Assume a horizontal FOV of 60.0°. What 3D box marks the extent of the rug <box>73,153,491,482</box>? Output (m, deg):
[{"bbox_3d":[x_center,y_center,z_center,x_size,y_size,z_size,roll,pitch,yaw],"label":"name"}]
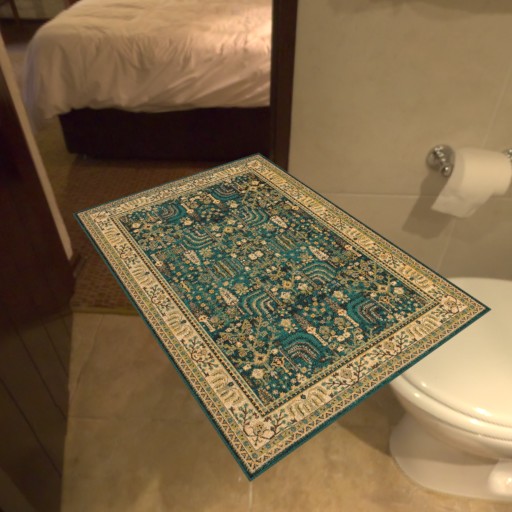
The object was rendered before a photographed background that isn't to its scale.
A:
[{"bbox_3d":[0.000,0.000,2.767,1.594,0.013,2.213,-24,46,-26],"label":"rug"}]
